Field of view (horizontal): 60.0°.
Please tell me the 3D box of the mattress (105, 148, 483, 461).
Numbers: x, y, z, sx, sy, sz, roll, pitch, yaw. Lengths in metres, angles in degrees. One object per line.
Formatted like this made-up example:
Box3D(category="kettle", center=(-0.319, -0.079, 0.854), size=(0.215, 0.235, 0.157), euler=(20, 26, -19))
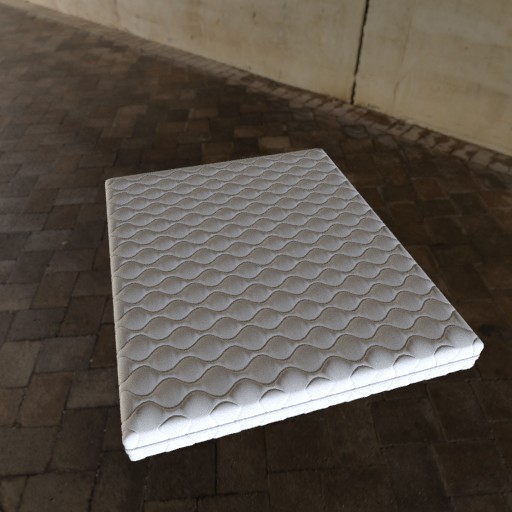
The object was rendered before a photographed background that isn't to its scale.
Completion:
Box3D(category="mattress", center=(0.000, 0.000, 2.549), size=(1.600, 0.200, 1.900), euler=(-11, 43, -12))
